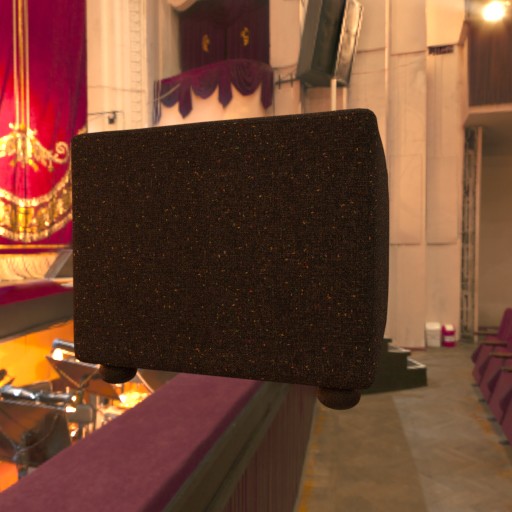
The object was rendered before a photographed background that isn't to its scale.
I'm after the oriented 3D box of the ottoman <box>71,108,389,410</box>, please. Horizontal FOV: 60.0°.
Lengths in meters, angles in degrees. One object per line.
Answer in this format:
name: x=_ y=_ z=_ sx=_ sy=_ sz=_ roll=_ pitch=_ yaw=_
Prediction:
ottoman: x=0.000 y=0.000 z=0.891 sx=0.508 sy=0.432 sz=0.508 roll=0 pitch=1 yaw=18
